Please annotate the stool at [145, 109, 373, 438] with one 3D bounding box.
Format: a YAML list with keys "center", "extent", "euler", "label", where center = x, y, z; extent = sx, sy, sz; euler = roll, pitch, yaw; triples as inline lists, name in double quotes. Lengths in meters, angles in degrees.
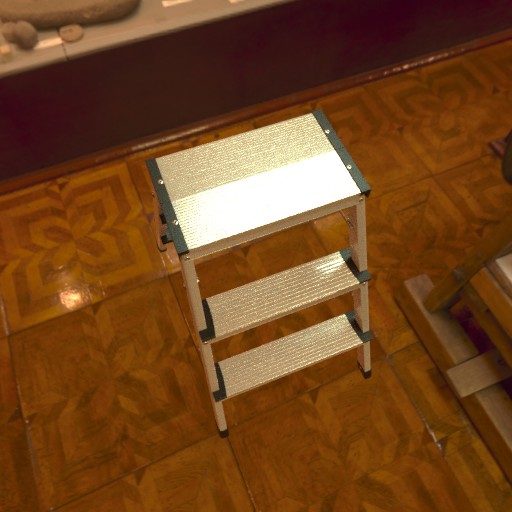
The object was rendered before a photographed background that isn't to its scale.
- center: [0.000, 0.000, 1.037]
  extent: [0.437, 0.605, 0.622]
  euler: [-19, 64, -10]
  label: "stool"
